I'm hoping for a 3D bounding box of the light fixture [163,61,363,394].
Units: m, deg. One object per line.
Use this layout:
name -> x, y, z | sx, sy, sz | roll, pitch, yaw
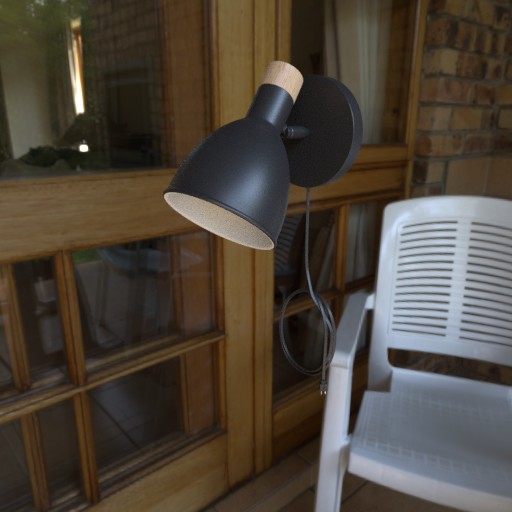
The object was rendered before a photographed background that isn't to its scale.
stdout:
light fixture -> 0.000, 0.000, 0.488 | 0.127, 0.401, 0.203 | 15, 22, 41
